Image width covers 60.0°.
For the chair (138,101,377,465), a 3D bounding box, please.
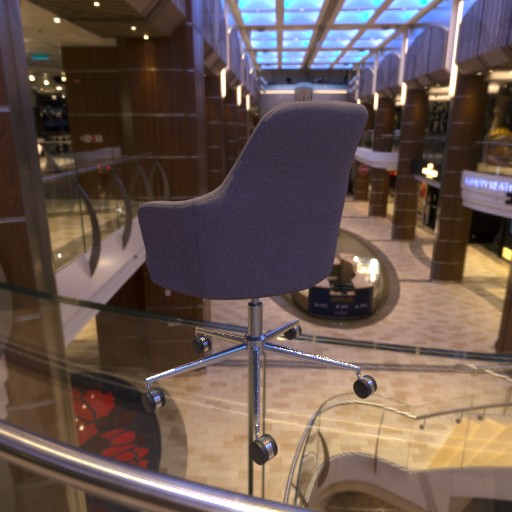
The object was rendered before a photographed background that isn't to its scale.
[{"bbox_3d":[0.000,0.000,1.272,0.655,0.820,0.600,-15,22,-41],"label":"chair"}]
